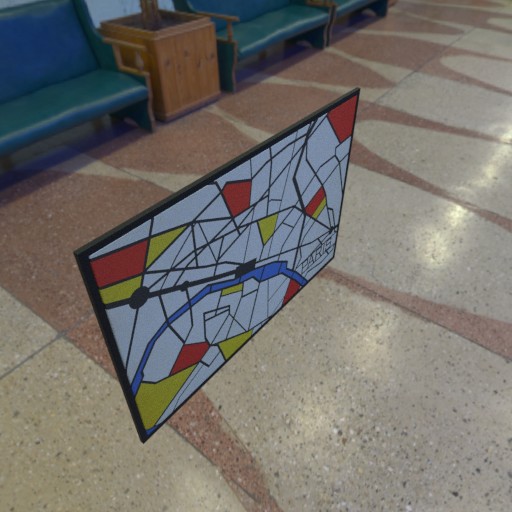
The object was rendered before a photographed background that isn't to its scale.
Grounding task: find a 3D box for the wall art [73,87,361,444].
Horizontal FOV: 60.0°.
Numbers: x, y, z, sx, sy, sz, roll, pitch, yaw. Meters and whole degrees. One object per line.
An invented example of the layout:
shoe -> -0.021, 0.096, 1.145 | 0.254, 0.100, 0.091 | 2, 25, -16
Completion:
wall art -> 0.000, 0.000, 1.243 | 0.013, 0.665, 0.963 | 28, 48, 28
